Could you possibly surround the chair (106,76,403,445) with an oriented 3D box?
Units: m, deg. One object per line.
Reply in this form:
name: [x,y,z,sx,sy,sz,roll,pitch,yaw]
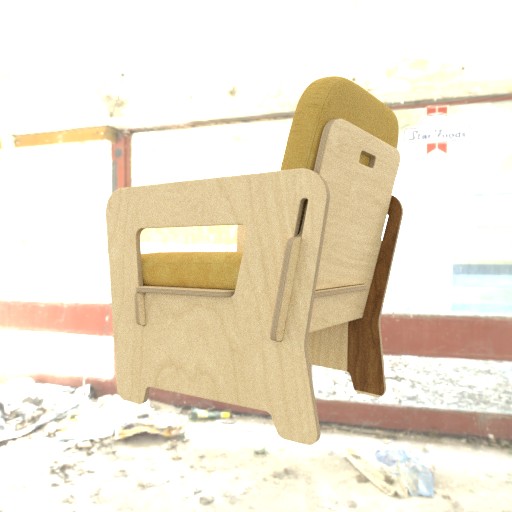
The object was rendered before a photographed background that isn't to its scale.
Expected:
chair: [0.000,0.000,1.272,0.710,0.800,0.590,0,0,36]
